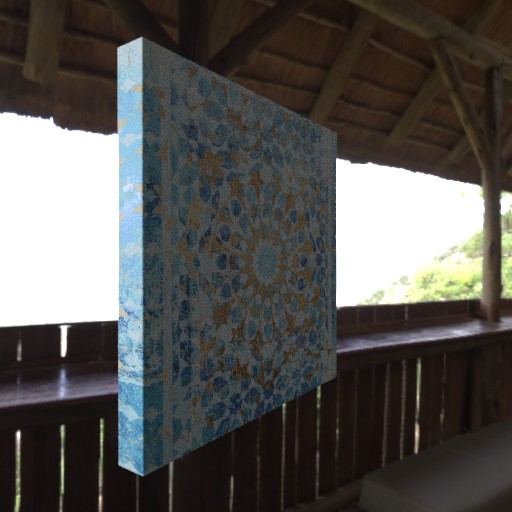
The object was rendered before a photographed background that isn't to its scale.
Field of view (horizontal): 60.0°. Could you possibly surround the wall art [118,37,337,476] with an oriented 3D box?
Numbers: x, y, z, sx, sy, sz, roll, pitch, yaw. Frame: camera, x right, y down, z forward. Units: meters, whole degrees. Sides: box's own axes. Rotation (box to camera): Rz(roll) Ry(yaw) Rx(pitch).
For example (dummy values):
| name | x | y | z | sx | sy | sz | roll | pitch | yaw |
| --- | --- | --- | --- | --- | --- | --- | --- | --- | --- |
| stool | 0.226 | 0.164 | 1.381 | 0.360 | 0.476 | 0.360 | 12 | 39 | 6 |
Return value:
| name | x | y | z | sx | sy | sz | roll | pitch | yaw |
| --- | --- | --- | --- | --- | --- | --- | --- | --- | --- |
| wall art | 0.000 | 0.000 | 0.582 | 0.037 | 0.405 | 0.405 | 0 | 1 | 36 |
